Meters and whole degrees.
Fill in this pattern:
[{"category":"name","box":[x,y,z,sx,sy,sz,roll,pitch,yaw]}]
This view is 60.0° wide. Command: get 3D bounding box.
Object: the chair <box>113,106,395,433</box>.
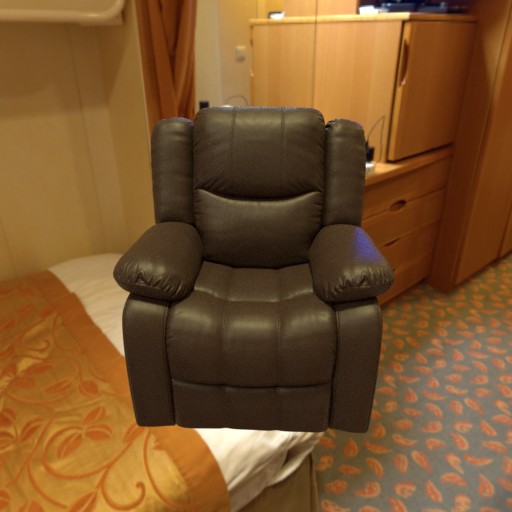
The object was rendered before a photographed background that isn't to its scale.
[{"category":"chair","box":[0.000,0.000,1.698,0.899,1.009,0.934,1,27,2]}]
